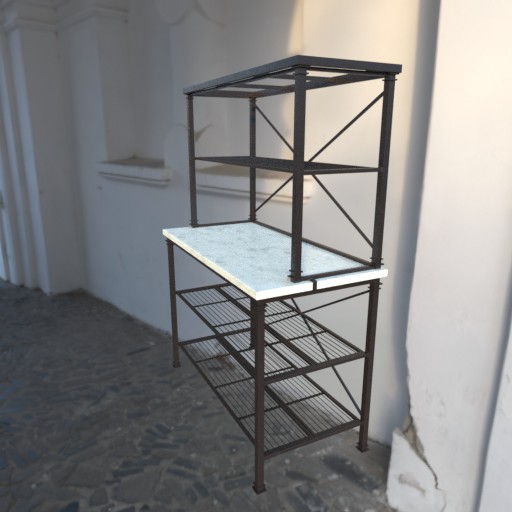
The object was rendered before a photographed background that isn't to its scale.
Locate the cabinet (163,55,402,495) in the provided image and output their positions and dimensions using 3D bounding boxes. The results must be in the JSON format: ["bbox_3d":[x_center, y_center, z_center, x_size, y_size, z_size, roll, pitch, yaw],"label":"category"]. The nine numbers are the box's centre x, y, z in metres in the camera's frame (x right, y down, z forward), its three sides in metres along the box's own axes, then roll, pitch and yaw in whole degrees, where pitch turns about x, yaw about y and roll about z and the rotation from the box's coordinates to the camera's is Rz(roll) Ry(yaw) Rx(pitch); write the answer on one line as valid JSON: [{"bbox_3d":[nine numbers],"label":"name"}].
[{"bbox_3d":[0.000,0.000,2.212,0.610,1.659,1.210,-8,17,-26],"label":"cabinet"}]
